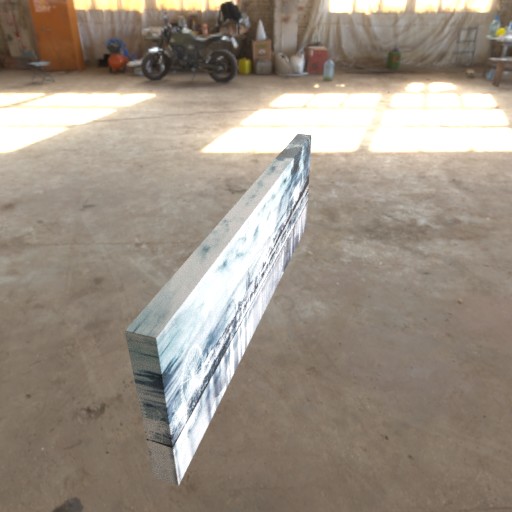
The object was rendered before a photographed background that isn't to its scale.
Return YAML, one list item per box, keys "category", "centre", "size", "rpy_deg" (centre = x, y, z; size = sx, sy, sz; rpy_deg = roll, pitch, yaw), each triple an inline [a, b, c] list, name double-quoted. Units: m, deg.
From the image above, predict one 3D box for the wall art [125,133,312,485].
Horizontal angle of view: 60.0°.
- category: "wall art"
  centre: [0.000, 0.000, 0.821]
  size: [0.037, 0.251, 0.759]
  rpy_deg: [10, 32, 15]
